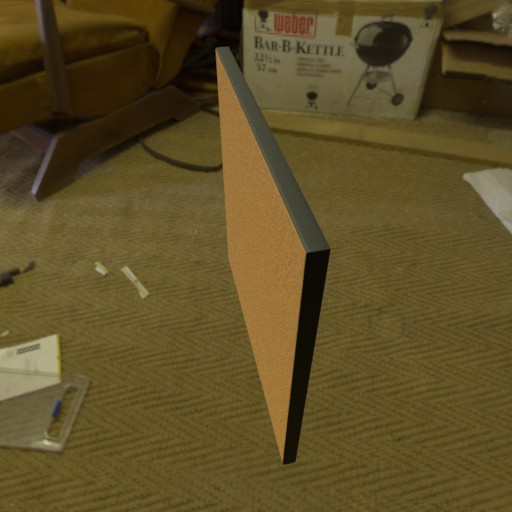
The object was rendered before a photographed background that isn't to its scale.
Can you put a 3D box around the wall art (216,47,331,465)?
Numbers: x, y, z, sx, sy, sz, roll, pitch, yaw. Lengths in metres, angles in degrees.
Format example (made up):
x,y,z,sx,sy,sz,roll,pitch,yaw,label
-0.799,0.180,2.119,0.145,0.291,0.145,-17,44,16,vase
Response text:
x,y,z,sx,sy,sz,roll,pitch,yaw,label
0.000,0.000,0.674,0.022,0.453,0.456,-9,46,-9,wall art
